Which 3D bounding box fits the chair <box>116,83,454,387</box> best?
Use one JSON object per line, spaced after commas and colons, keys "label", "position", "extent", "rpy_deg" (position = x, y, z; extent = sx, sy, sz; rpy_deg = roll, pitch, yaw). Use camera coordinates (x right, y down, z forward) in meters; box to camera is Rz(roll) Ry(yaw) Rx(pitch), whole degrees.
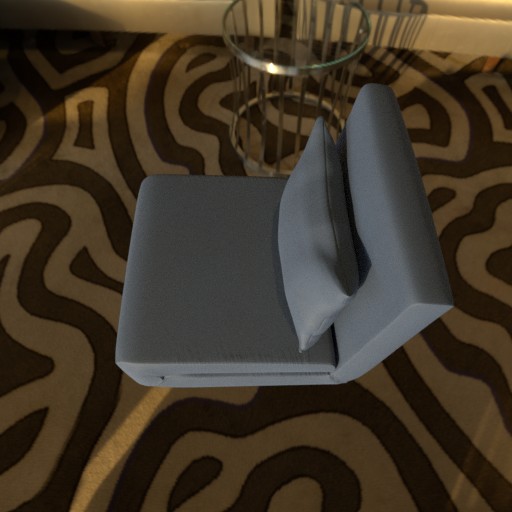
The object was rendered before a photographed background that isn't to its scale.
{"label": "chair", "position": [0.000, 0.000, 1.507], "extent": [0.900, 0.808, 0.770], "rpy_deg": [-1, 58, -1]}
